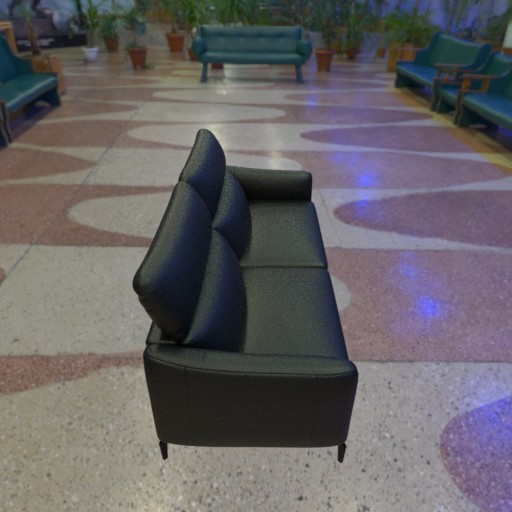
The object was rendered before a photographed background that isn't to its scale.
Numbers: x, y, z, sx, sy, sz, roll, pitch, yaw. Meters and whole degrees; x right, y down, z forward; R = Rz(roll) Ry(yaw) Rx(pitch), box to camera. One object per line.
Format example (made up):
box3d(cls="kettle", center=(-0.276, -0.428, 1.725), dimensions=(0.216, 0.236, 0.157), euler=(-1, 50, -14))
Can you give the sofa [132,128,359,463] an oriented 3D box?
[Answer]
box3d(cls="sofa", center=(0.000, 0.000, 2.538), dimensions=(0.856, 0.957, 2.069), euler=(1, 32, 1))
